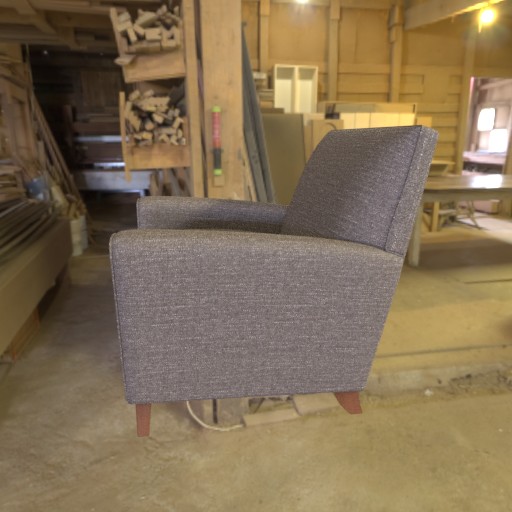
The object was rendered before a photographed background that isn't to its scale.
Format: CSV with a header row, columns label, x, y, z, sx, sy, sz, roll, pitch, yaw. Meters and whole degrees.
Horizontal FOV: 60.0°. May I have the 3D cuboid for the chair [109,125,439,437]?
label,x,y,z,sx,sy,sz,roll,pitch,yaw
chair,0.000,0.000,1.590,0.875,0.885,0.838,-2,15,-9
